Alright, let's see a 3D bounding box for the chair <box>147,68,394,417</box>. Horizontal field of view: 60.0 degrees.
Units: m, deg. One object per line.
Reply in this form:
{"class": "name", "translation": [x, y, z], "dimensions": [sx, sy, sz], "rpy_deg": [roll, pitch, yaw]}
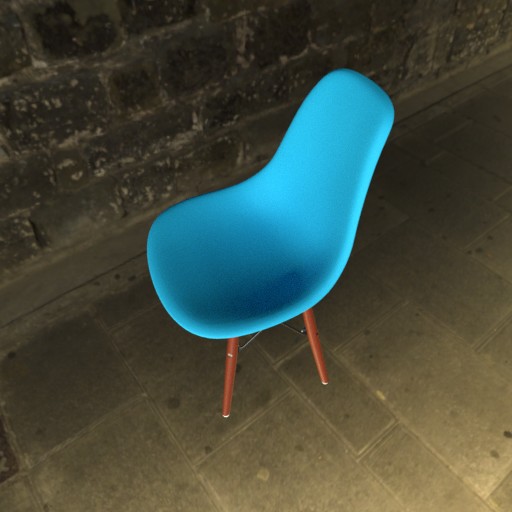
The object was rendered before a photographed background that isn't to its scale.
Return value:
{"class": "chair", "translation": [0.000, 0.000, 1.143], "dimensions": [0.533, 0.826, 0.470], "rpy_deg": [-18, 50, -15]}
